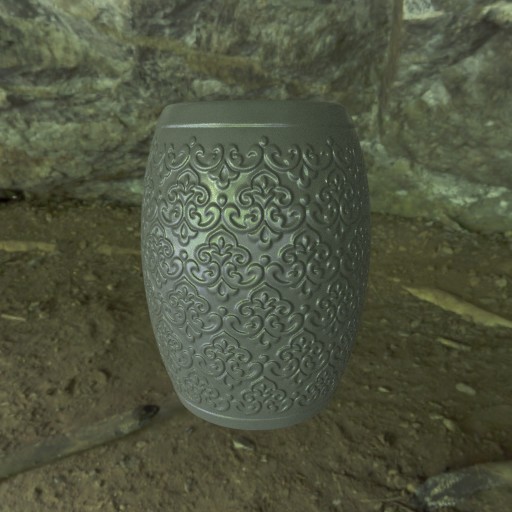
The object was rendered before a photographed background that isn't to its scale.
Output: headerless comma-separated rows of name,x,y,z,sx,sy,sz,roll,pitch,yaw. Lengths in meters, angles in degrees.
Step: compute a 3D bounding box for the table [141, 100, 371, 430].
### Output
table,0.000,0.000,0.619,0.309,0.397,0.309,0,15,0
